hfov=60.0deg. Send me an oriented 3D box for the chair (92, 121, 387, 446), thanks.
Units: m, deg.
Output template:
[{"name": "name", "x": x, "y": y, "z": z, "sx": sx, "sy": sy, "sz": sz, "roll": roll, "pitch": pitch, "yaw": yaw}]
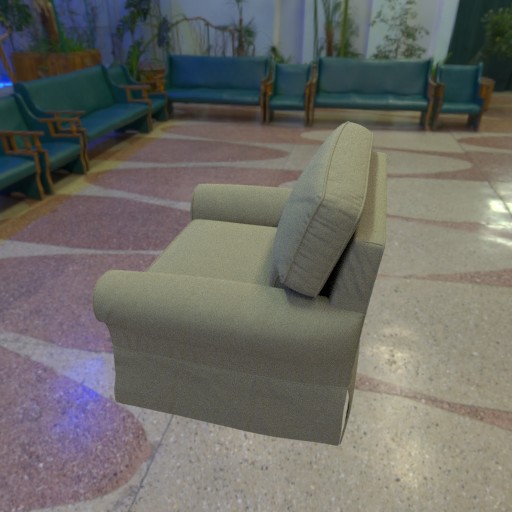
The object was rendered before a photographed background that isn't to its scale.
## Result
[{"name": "chair", "x": 0.000, "y": 0.000, "z": 1.907, "sx": 0.988, "sy": 1.017, "sz": 1.135, "roll": 7, "pitch": 30, "yaw": 13}]
